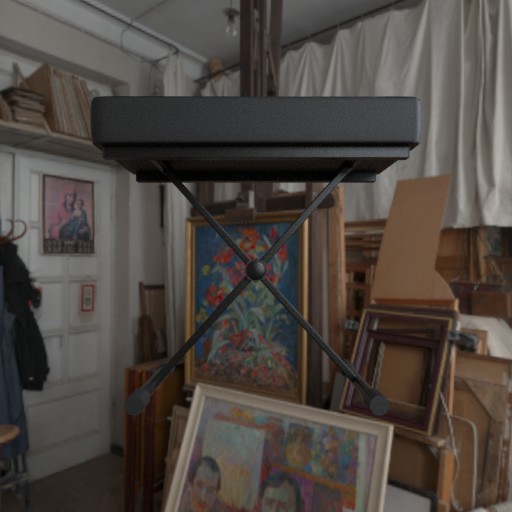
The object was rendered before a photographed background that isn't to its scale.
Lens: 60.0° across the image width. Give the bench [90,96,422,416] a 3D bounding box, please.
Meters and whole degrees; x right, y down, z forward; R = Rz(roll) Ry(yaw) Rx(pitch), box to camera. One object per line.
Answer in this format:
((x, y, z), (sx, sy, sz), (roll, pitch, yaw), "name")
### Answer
((0.000, 0.000, 0.926), (0.600, 0.561, 0.300), (0, -1, 0), "bench")
